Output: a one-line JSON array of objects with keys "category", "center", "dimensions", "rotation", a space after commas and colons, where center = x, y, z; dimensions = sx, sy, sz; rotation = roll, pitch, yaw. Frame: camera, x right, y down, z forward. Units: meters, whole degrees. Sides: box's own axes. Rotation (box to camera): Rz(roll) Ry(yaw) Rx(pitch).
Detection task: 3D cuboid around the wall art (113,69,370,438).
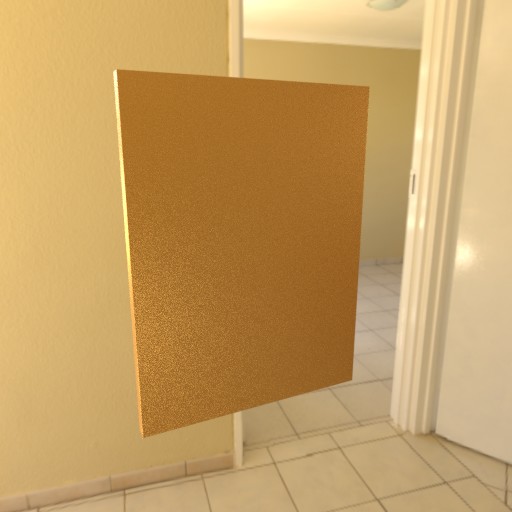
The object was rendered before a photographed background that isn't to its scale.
[{"category": "wall art", "center": [0.000, 0.000, 1.090], "dimensions": [0.610, 0.812, 0.038], "rotation": [-7, 16, -25]}]
